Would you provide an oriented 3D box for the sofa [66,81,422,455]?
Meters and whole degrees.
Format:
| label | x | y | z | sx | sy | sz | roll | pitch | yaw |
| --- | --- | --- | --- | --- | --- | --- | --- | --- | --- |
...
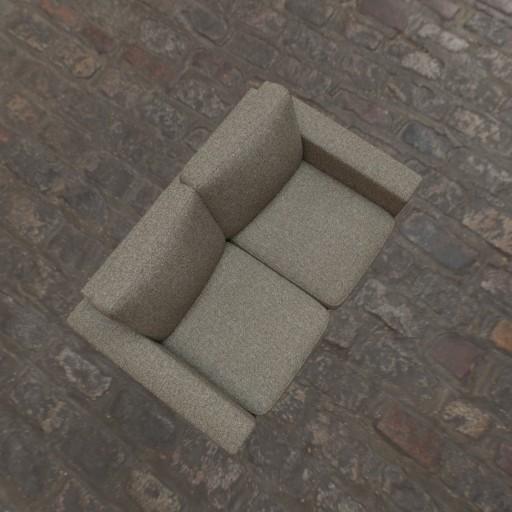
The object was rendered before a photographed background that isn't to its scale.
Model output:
| label | x | y | z | sx | sy | sz | roll | pitch | yaw |
| --- | --- | --- | --- | --- | --- | --- | --- | --- | --- |
| sofa | 0.000 | 0.000 | 2.250 | 1.016 | 0.873 | 1.616 | 35 | 78 | 9 |
